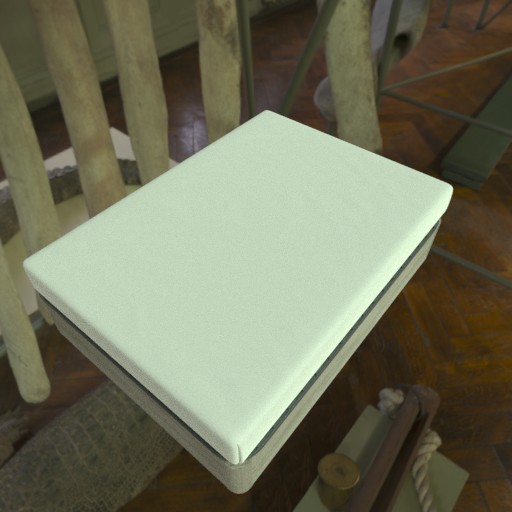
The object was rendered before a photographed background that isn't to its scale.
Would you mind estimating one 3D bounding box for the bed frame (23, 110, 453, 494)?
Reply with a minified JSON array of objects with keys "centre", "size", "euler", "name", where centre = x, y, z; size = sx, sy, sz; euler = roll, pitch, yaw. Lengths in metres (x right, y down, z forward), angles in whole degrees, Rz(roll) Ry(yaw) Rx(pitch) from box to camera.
[{"centre":[0.000,0.000,2.501],"size":[1.400,0.561,1.900],"euler":[31,54,26],"name":"bed frame"}]
